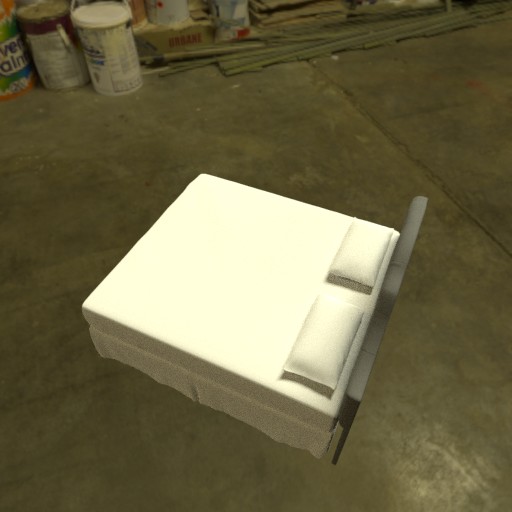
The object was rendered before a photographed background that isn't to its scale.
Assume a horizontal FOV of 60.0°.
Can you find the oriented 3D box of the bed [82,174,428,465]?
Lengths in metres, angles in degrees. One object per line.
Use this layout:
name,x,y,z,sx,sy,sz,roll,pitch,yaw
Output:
bed,0.000,0.000,3.588,2.214,1.615,2.008,19,50,17
